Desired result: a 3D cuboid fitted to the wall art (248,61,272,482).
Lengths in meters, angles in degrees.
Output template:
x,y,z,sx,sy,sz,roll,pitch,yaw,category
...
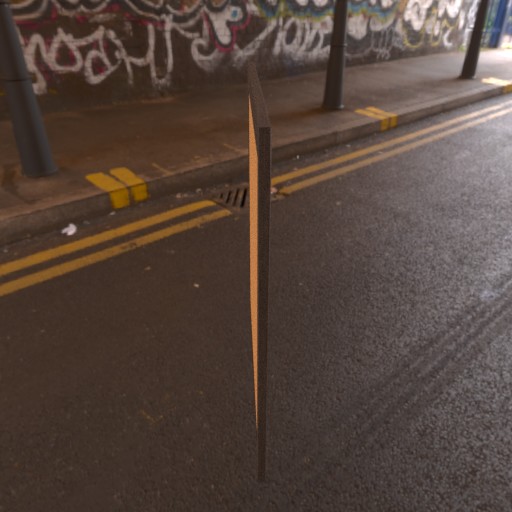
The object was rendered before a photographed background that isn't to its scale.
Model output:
x,y,z,sx,sy,sz,roll,pitch,yaw,category
0.000,0.000,0.777,0.013,0.570,0.476,-1,31,-2,wall art
